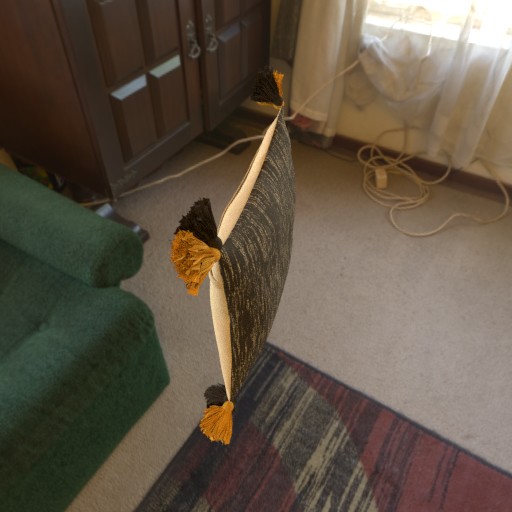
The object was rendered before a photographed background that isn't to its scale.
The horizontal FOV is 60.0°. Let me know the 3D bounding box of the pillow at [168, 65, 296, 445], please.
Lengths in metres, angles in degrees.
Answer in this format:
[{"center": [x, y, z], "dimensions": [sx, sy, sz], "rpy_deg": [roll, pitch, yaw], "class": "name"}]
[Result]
[{"center": [0.000, 0.000, 0.992], "dimensions": [0.139, 0.659, 0.654], "rpy_deg": [10, 47, 10], "class": "pillow"}]
